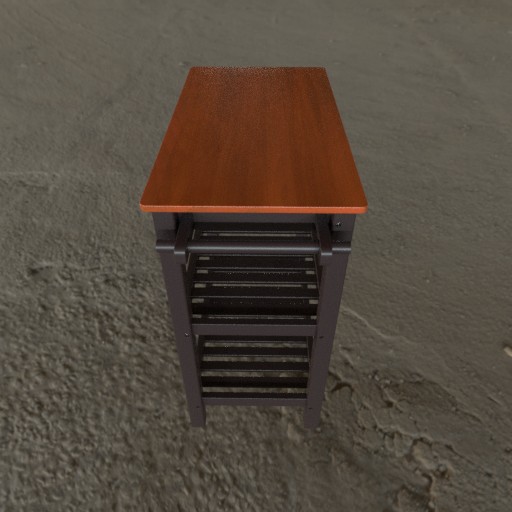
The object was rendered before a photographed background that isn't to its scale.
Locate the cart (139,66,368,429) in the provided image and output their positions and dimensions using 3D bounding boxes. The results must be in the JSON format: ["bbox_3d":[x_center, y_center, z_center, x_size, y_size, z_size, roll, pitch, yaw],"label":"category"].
[{"bbox_3d":[0.000,0.000,1.472,0.457,0.927,0.899,0,41,1],"label":"cart"}]
